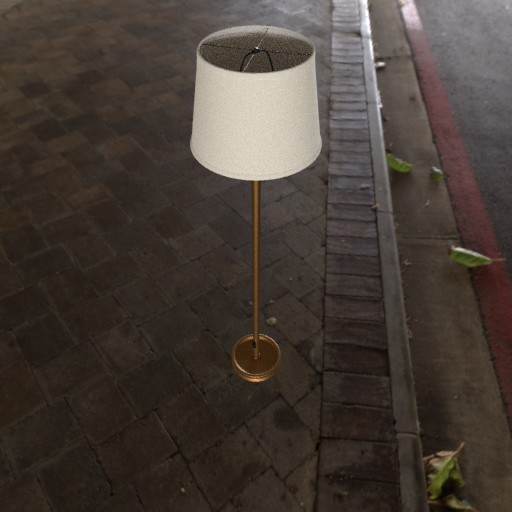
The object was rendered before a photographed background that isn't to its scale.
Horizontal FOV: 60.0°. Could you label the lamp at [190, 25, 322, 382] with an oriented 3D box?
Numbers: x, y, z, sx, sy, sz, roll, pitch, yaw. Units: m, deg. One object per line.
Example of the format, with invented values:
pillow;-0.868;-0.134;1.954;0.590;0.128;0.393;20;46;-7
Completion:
lamp;0.000;0.000;0.774;0.178;0.710;0.178;0;47;0
